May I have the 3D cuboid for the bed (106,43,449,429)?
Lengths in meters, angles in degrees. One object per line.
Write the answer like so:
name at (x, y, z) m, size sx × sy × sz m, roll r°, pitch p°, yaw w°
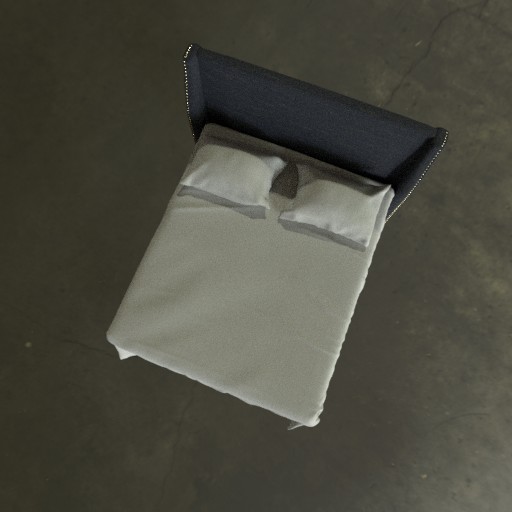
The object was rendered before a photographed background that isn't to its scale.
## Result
bed at (0.000, 0.000, 3.408) m, size 1.925 × 1.332 × 2.276 m, roll 21°, pitch 77°, yaw 5°
